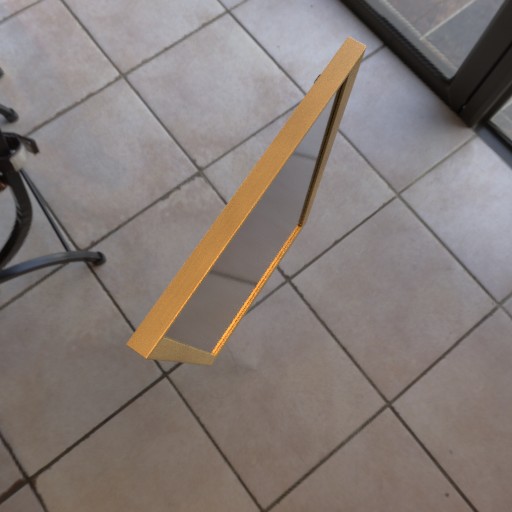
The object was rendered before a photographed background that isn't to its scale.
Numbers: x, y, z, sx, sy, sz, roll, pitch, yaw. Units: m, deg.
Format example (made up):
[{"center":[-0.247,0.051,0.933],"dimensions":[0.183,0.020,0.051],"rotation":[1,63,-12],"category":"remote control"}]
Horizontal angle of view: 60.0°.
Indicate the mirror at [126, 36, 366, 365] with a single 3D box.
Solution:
[{"center":[0.000,0.000,1.120],"dimensions":[0.040,0.915,0.609],"rotation":[33,78,8],"category":"mirror"}]
